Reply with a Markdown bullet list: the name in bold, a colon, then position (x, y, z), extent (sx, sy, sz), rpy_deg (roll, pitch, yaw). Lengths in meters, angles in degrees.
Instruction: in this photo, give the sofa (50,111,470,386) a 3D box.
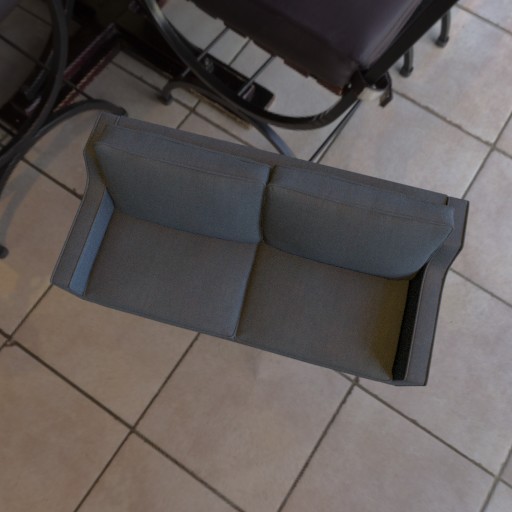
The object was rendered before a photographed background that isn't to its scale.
- **sofa**: position (0.000, 0.000, 2.738), extent (2.178, 1.071, 1.066), rpy_deg (15, 75, 4)
